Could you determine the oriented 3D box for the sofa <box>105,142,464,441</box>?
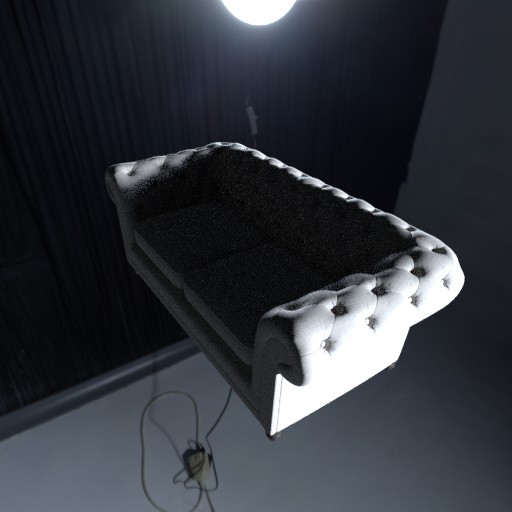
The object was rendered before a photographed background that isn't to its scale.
[{"bbox_3d":[0.000,0.000,2.471,0.986,0.764,1.998,-20,37,-29],"label":"sofa"}]
